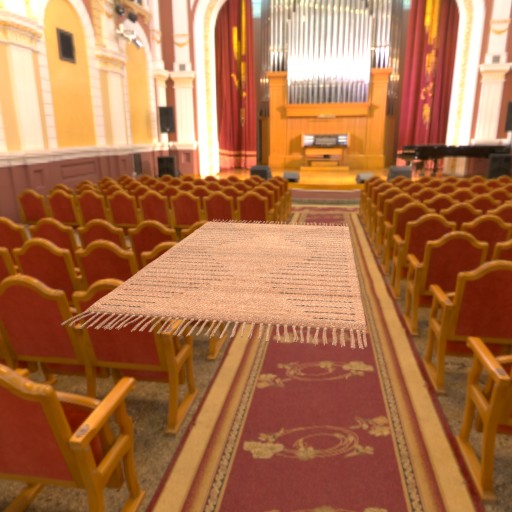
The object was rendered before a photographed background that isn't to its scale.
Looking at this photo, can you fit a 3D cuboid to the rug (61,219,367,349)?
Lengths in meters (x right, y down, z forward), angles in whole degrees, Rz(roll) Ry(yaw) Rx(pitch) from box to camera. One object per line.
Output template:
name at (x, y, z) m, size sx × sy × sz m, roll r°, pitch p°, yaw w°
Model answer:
rug at (0.000, 0.000, 2.062) m, size 0.905 × 0.017 × 1.718 m, roll 3°, pitch 16°, yaw 9°
